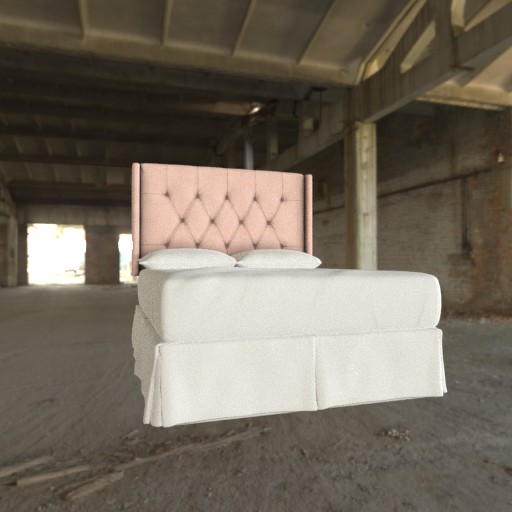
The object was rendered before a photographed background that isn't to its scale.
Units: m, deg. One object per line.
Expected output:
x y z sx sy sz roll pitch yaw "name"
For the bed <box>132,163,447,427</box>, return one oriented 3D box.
0.000 0.000 3.241 1.719 1.665 2.066 0 -1 -18 "bed"
